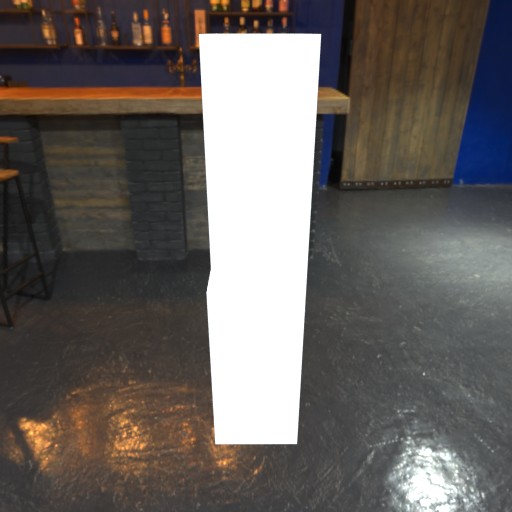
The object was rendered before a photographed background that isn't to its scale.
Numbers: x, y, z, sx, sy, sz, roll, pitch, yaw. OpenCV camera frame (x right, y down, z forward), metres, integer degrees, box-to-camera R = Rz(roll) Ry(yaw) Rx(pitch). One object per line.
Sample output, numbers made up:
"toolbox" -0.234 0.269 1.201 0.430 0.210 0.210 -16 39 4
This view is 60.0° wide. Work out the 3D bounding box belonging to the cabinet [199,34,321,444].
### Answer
"cabinet" 0.000 0.000 1.509 0.300 1.350 0.400 0 27 0
